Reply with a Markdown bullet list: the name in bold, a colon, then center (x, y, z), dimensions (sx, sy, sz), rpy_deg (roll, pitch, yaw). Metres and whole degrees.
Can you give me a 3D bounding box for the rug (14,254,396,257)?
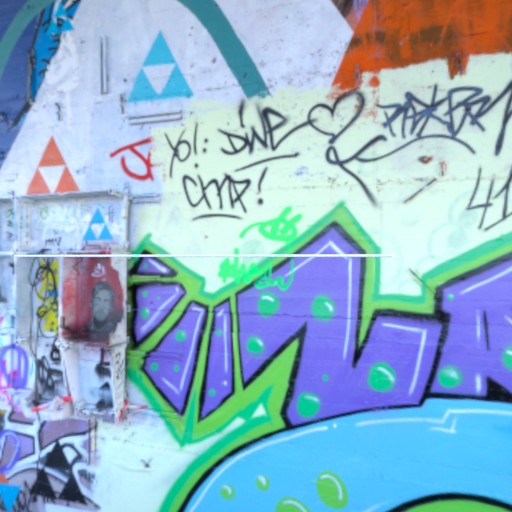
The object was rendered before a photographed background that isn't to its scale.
- **rug**: center (0.000, 0.000, 3.902), dimensions (2.353, 0.014, 2.945), rpy_deg (0, 0, 18)
